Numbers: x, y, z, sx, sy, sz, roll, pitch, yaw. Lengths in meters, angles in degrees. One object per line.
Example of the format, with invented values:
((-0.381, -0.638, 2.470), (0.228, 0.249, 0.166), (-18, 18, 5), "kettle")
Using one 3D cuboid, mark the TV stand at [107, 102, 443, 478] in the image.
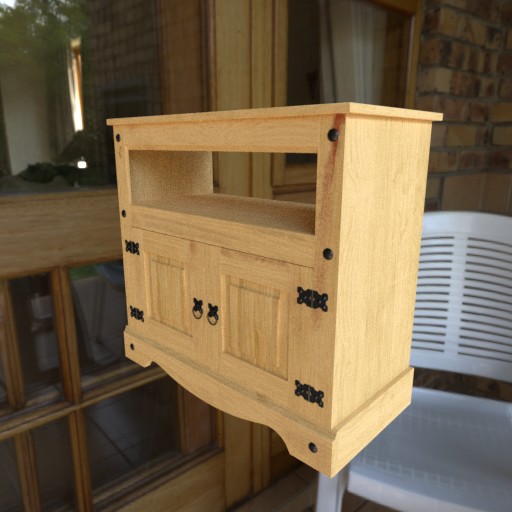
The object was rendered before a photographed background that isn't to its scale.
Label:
((0.000, 0.000, 1.310), (0.851, 0.787, 0.430), (13, 19, 41), "TV stand")
